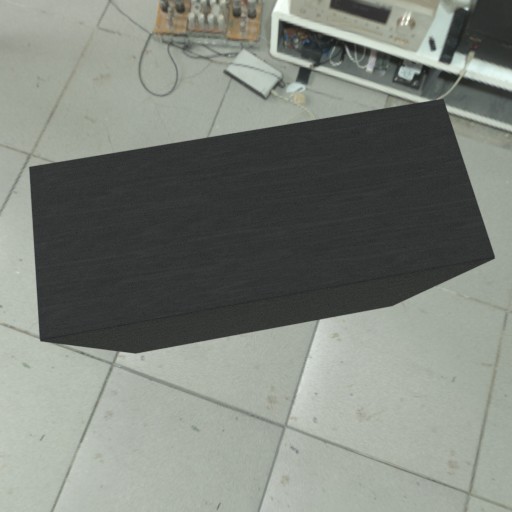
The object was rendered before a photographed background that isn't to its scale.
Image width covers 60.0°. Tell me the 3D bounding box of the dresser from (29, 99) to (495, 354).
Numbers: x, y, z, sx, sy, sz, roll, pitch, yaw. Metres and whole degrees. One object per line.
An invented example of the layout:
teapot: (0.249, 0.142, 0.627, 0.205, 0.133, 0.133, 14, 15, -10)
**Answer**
dresser: (0.000, 0.000, 1.393, 0.994, 0.816, 0.404, -10, 76, -3)
